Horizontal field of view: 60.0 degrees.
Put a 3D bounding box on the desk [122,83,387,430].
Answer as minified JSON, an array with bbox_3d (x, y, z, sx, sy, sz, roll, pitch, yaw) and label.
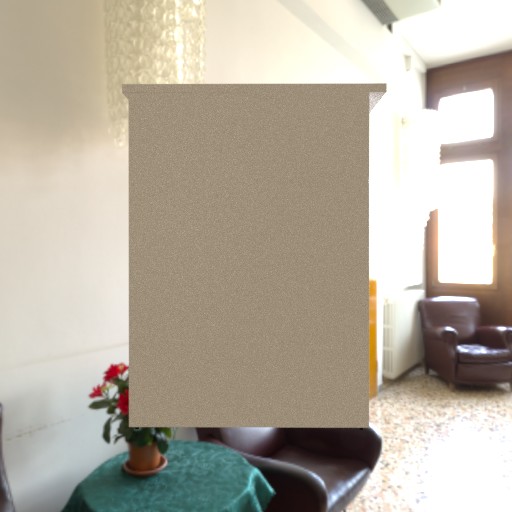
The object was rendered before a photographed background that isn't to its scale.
[{"bbox_3d":[0.000,0.000,1.488,0.560,0.735,1.097,0,0,0],"label":"desk"}]
